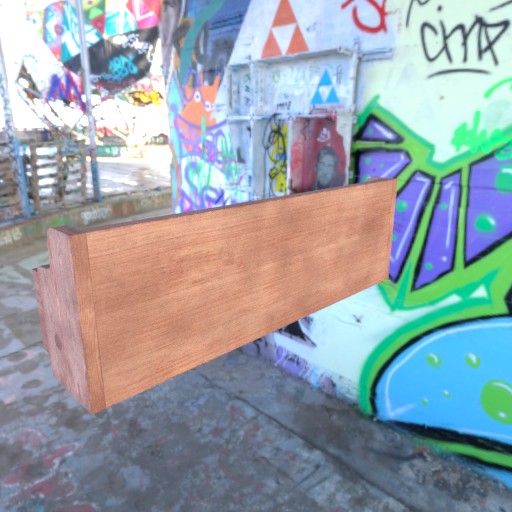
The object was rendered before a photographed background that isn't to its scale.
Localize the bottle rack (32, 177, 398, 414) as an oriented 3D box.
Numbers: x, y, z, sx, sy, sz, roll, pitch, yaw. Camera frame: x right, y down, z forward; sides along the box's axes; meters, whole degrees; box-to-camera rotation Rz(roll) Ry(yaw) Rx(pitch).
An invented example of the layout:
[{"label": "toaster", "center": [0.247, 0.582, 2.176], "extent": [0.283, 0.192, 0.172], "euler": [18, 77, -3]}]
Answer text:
[{"label": "bottle rack", "center": [0.000, 0.000, 0.687], "extent": [0.608, 0.196, 0.126], "euler": [-16, 23, -42]}]
